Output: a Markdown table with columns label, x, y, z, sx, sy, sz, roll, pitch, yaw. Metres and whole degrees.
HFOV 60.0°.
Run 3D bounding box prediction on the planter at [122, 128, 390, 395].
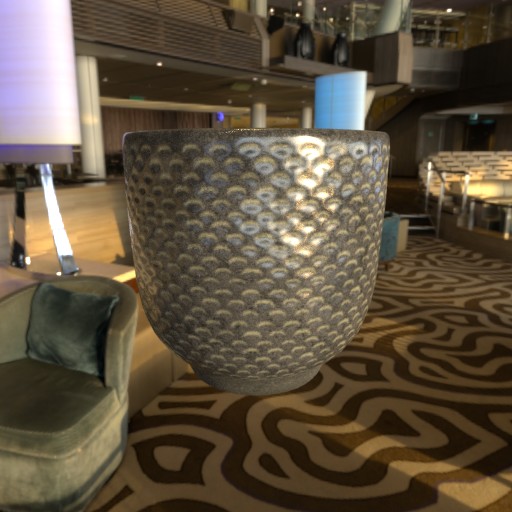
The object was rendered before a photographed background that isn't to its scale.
| label | x | y | z | sx | sy | sz | roll | pitch | yaw |
| --- | --- | --- | --- | --- | --- | --- | --- | --- | --- |
| planter | 0.000 | 0.000 | 0.359 | 0.197 | 0.191 | 0.197 | 0 | 13 | 0 |
